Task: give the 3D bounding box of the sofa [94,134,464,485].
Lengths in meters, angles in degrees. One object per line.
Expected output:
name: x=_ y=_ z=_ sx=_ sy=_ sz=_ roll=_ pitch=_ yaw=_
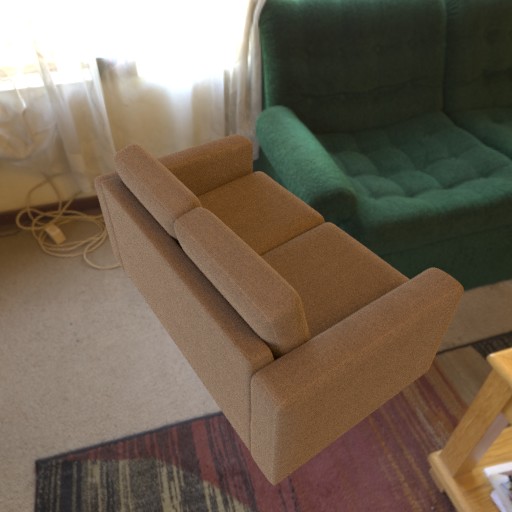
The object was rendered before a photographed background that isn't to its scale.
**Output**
sofa: x=0.000 y=0.000 z=2.003 sx=0.900 sy=0.800 sz=1.520 roll=-25 pitch=47 yaw=-25
